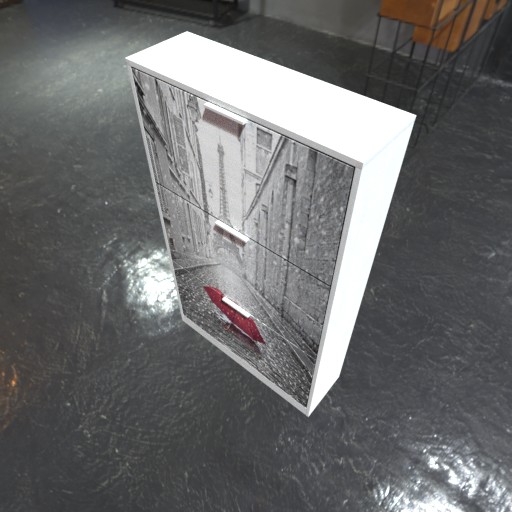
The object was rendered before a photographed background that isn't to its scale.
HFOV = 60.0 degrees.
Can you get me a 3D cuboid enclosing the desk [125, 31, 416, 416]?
[{"bbox_3d":[0.000,0.000,1.588,0.750,1.280,0.250,32,55,25],"label":"desk"}]
